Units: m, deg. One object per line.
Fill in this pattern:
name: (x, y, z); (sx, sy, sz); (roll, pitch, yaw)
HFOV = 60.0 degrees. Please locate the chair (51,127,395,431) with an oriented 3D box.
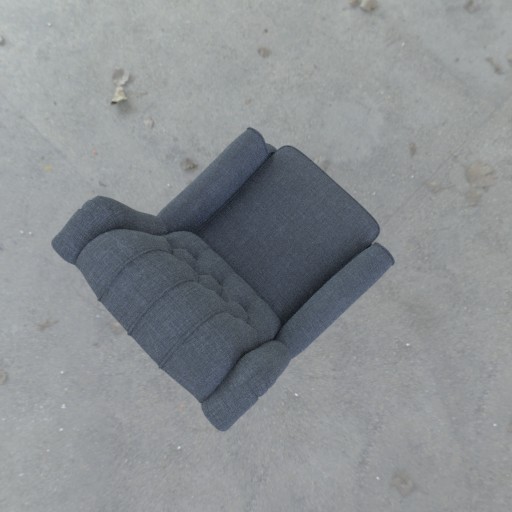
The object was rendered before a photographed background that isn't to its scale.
chair: (0.000, 0.000, 1.614); (0.898, 1.035, 0.742); (-44, 80, -10)
